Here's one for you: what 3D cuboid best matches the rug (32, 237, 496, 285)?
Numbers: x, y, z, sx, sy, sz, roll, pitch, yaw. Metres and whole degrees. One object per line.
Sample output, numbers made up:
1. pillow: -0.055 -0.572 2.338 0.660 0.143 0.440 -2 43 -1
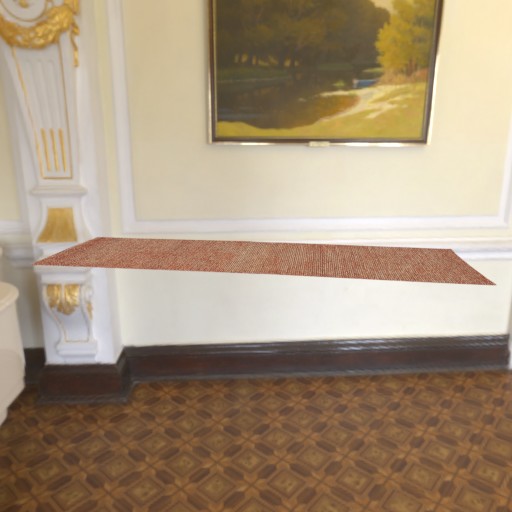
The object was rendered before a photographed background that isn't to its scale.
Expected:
1. rug: 0.000 0.000 2.556 2.353 0.013 0.718 2 14 9
